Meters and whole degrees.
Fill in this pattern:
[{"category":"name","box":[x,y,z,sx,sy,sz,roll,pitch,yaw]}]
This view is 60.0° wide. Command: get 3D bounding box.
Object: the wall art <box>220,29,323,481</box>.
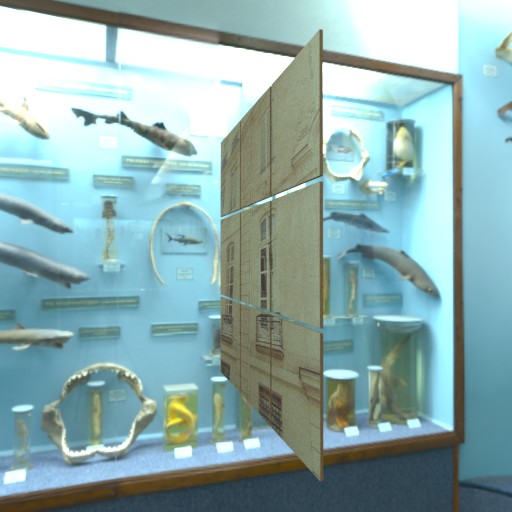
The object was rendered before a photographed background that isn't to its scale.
[{"category":"wall art","box":[0.000,0.000,2.224,0.023,1.522,1.526,0,0,-17]}]
